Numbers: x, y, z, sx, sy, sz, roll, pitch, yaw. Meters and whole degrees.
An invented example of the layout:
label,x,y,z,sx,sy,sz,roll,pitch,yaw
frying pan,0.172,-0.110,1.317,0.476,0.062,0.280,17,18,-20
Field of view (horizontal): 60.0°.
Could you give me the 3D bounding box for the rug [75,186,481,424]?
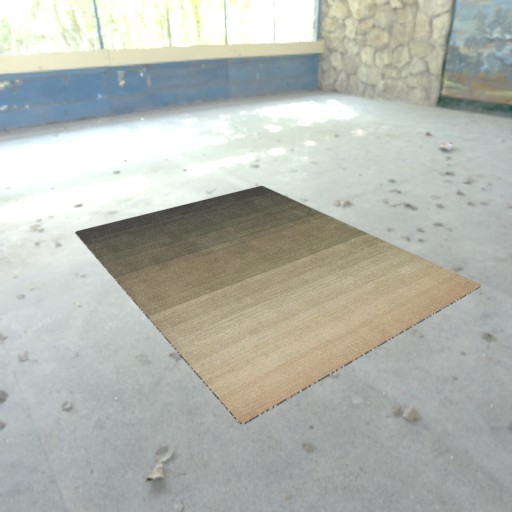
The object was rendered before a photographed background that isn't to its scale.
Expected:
label,x,y,z,sx,sy,sz,roll,pitch,yaw
rug,0.000,0.000,3.915,2.305,0.017,2.902,-19,34,-31
